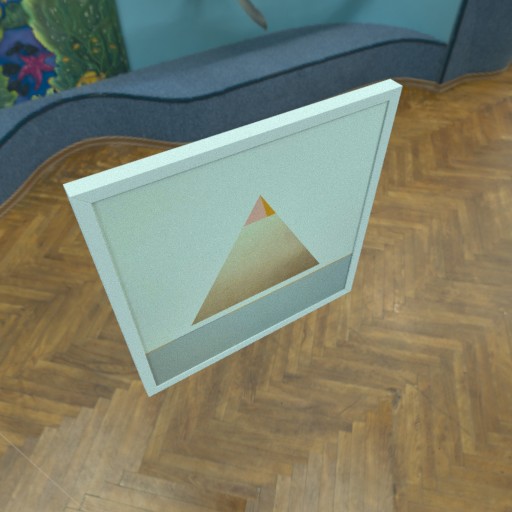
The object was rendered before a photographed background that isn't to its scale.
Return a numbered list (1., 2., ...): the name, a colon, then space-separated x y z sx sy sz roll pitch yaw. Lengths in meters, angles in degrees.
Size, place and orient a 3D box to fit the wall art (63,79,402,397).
1. wall art: 0.000 0.000 1.181 0.768 0.765 0.041 -24 52 -21
